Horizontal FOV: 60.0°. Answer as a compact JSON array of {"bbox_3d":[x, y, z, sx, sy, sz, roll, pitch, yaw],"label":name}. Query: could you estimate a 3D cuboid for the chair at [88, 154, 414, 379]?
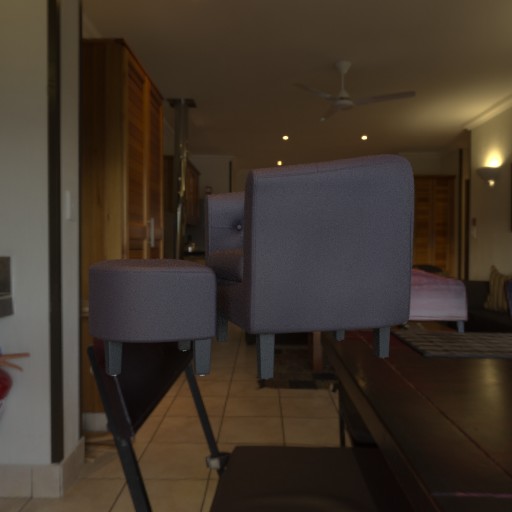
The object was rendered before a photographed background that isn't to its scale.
[{"bbox_3d":[0.000,0.000,1.682,1.191,0.760,0.763,0,1,-18],"label":"chair"}]
